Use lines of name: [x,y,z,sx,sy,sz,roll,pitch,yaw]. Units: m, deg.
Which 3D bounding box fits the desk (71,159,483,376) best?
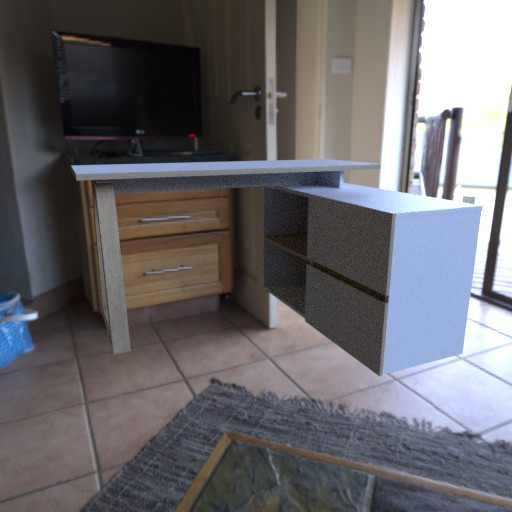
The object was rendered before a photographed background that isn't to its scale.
desk: [0.000,0.000,1.957,1.404,0.755,1.098,-7,17,-23]
